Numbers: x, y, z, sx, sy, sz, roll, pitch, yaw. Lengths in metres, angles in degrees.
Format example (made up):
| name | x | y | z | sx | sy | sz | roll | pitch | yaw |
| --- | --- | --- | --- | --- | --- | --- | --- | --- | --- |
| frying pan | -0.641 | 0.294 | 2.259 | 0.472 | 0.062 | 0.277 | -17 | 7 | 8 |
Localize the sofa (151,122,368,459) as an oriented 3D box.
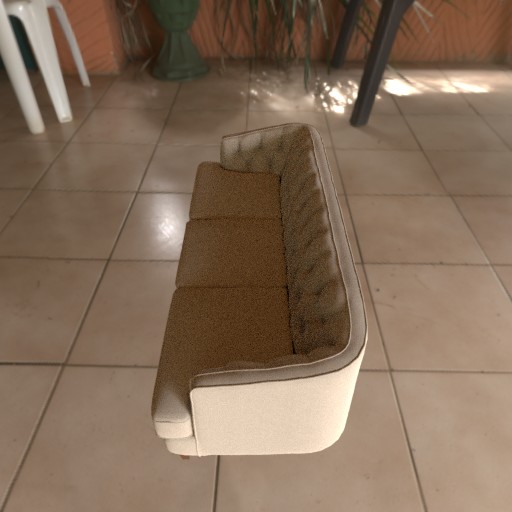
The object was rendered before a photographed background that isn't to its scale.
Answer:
| name | x | y | z | sx | sy | sz | roll | pitch | yaw |
| --- | --- | --- | --- | --- | --- | --- | --- | --- | --- |
| sofa | 0.000 | 0.000 | 2.758 | 0.941 | 0.855 | 2.278 | 0 | 40 | 0 |
